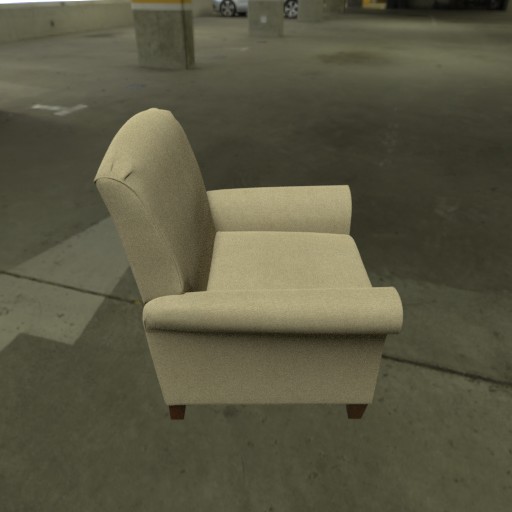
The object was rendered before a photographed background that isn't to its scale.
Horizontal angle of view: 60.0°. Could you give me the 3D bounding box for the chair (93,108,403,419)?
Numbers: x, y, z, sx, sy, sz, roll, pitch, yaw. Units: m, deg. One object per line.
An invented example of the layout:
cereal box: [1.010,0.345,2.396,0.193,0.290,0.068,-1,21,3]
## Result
chair: [0.000,0.000,1.755,0.905,1.061,0.978,0,31,0]
